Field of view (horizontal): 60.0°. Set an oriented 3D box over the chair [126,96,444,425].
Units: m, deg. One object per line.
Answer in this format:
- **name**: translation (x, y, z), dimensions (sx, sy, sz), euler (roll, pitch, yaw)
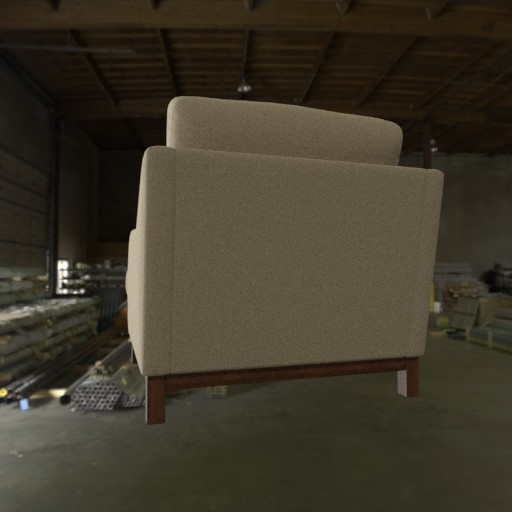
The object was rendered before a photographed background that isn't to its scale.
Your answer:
- **chair**: translation (0.000, 0.000, 1.666), dimensions (0.912, 0.916, 1.001), euler (1, -2, -18)
